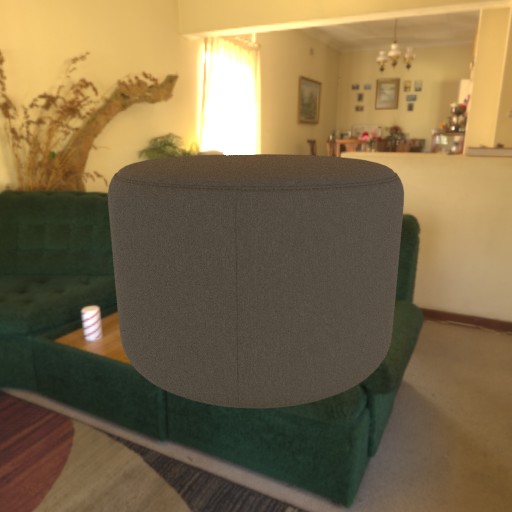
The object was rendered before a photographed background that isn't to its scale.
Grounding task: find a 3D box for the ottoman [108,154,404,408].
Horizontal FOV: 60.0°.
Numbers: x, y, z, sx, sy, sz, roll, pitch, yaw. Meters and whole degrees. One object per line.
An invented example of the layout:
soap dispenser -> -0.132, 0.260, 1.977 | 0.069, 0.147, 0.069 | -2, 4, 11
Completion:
ottoman -> 0.000, 0.000, 0.993 | 0.608, 0.433, 0.608 | 0, 16, 0
